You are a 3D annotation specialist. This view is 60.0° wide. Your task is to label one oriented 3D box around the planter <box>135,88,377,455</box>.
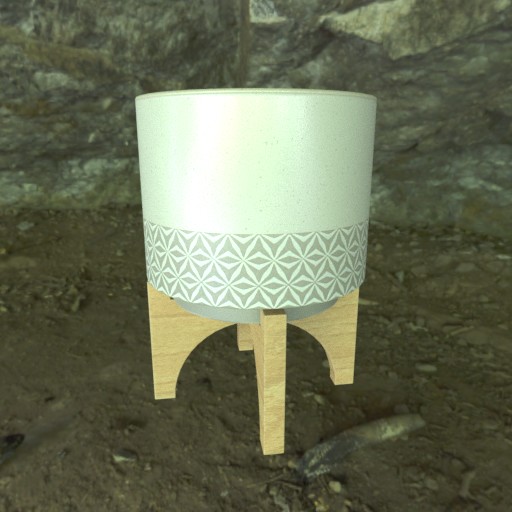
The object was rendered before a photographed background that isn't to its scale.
[{"bbox_3d":[0.000,0.000,0.390,0.188,0.260,0.188,0,15,0],"label":"planter"}]
